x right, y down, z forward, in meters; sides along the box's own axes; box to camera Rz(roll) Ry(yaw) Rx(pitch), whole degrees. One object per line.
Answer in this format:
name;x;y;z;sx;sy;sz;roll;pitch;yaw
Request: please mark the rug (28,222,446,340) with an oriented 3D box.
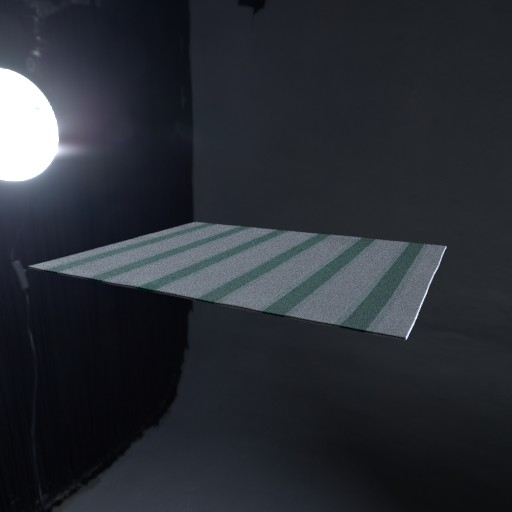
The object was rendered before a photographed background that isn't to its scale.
rug;0.000;0.000;4.058;3.041;0.019;2.434;7;16;26
